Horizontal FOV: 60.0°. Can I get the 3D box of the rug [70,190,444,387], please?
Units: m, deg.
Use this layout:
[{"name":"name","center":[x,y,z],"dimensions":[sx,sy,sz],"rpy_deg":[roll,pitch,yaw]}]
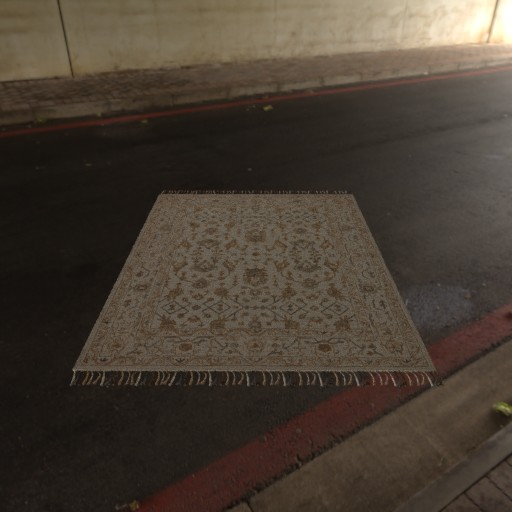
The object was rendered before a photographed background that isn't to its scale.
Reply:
[{"name":"rug","center":[0.000,0.000,2.232],"dimensions":[1.278,0.009,1.726],"rpy_deg":[0,30,0]}]
